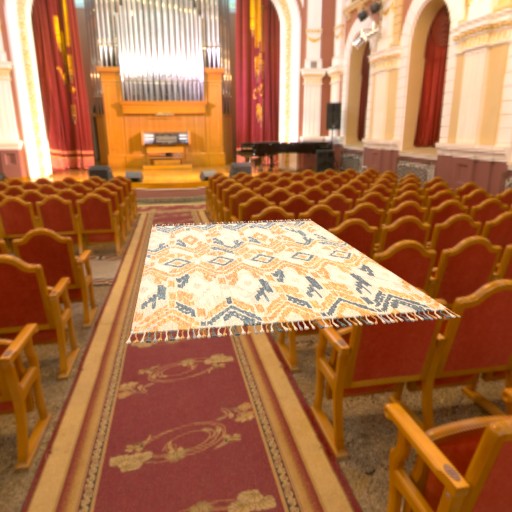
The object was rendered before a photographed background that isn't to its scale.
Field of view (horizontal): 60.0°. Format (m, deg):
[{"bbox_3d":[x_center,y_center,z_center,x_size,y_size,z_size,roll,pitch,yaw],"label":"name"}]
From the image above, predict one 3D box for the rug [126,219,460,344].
[{"bbox_3d":[0.000,0.000,3.099,1.533,0.010,2.428,-3,16,-10],"label":"rug"}]
